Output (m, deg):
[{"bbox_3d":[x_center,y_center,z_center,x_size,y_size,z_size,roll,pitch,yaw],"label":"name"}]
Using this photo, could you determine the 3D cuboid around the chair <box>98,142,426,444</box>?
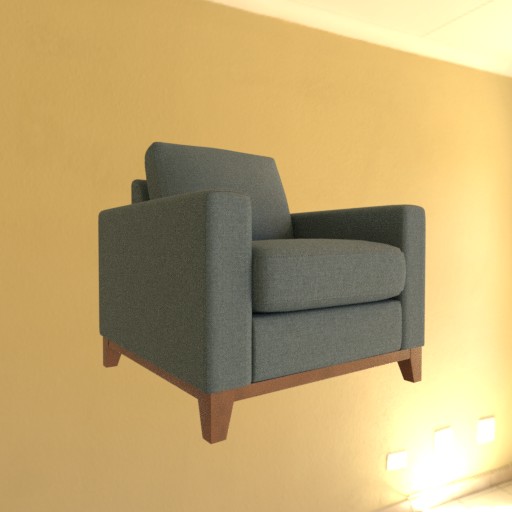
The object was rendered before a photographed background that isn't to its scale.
[{"bbox_3d":[0.000,0.000,1.883,1.024,1.010,1.038,-1,2,-36],"label":"chair"}]
